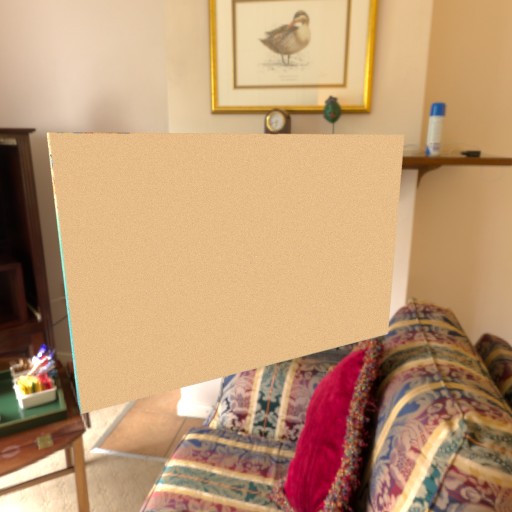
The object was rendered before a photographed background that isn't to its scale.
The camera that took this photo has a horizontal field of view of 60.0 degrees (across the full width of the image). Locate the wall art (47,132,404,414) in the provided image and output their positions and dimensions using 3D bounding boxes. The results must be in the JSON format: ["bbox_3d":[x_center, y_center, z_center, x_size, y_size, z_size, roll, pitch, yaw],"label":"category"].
[{"bbox_3d":[0.000,0.000,0.762,0.609,0.406,0.039,-8,17,-27],"label":"wall art"}]
